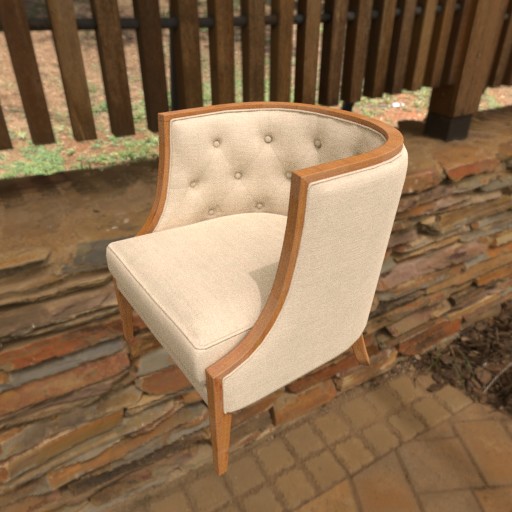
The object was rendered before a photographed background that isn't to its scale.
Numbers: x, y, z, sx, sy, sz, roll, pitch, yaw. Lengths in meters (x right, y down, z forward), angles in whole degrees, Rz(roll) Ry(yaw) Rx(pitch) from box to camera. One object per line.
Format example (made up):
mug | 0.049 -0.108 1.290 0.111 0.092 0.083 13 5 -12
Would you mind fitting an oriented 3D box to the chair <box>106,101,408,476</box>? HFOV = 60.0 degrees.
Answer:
chair | 0.000 0.000 1.377 0.757 0.775 0.711 -20 36 -30
